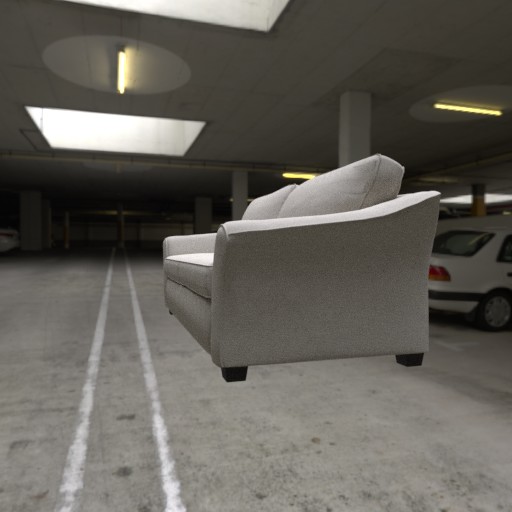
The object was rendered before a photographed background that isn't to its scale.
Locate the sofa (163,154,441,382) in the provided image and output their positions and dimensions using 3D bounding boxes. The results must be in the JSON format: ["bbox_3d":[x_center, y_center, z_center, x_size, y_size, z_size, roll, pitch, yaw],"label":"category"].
[{"bbox_3d":[0.000,0.000,2.803,0.980,0.965,2.270,0,1,-17],"label":"sofa"}]
